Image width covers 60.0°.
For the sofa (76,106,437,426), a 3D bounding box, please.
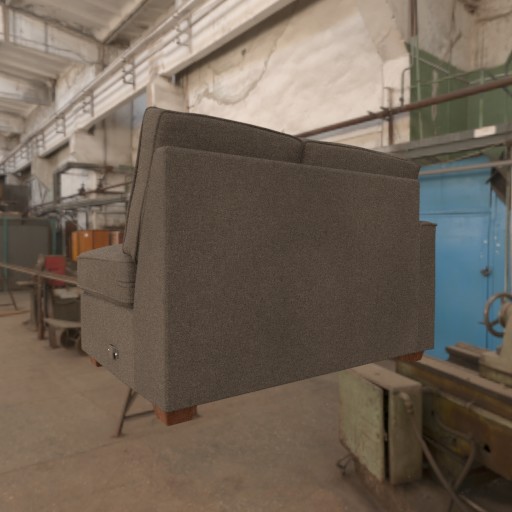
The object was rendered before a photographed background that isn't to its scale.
[{"bbox_3d":[0.000,0.000,2.048,1.388,0.989,0.991,-1,2,-36],"label":"sofa"}]
